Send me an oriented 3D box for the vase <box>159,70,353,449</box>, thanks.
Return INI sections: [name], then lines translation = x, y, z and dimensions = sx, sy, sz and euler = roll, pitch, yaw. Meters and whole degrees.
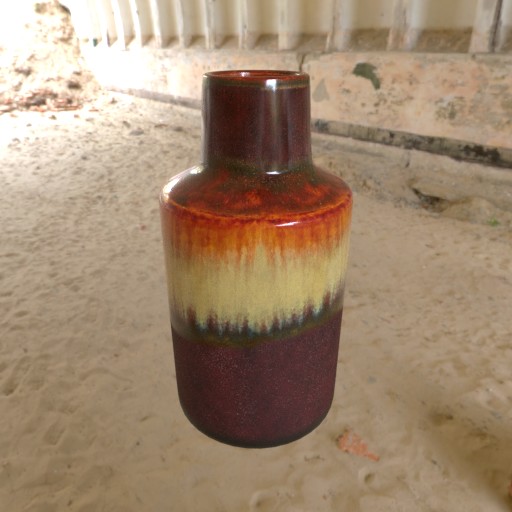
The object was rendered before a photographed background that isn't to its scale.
[vase]
translation = 0.000, 0.000, 0.266
dimensions = 0.108, 0.204, 0.108
euler = 0, 26, 0
